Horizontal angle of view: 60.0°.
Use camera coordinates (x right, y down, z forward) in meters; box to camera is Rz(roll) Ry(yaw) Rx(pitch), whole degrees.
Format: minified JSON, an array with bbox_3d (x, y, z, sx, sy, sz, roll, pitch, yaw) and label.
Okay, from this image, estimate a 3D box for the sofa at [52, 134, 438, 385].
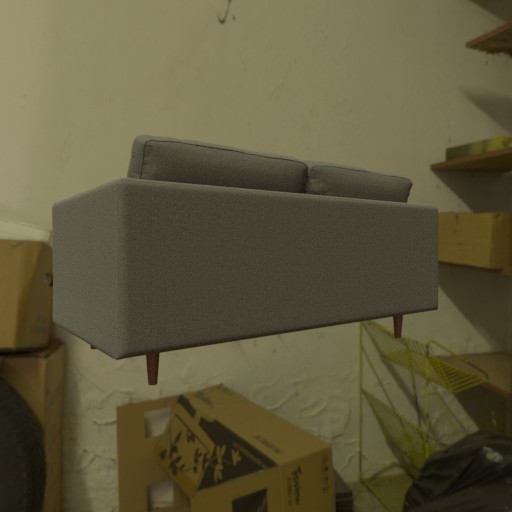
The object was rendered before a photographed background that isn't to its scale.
[{"bbox_3d":[0.000,0.000,2.188,1.713,0.866,0.940,-1,1,-36],"label":"sofa"}]
